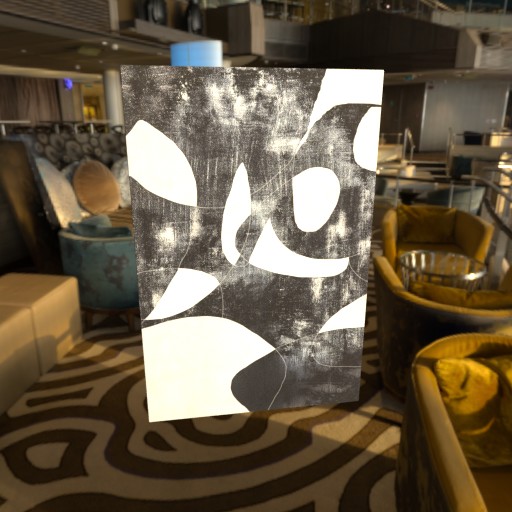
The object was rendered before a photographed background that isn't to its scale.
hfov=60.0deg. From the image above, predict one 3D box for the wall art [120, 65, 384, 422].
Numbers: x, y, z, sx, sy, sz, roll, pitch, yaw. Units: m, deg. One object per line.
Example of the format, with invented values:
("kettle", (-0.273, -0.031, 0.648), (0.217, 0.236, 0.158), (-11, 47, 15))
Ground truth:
("wall art", (0.000, 0.000, 0.780), (0.407, 0.610, 0.039), (-3, 17, -9))
